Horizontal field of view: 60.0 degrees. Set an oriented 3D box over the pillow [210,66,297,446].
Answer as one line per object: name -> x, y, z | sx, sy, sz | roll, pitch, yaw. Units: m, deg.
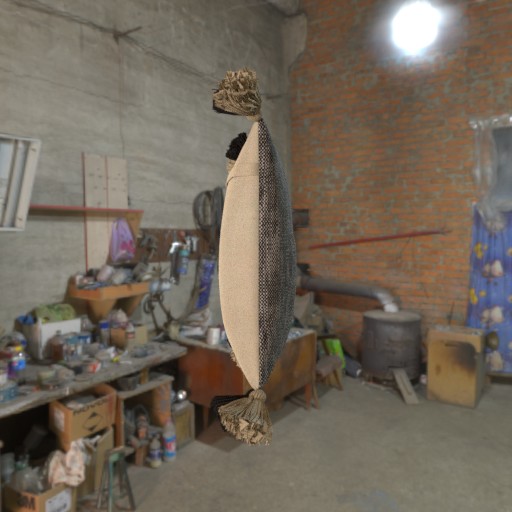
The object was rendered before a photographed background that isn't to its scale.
pillow -> 0.000, 0.000, 0.994 | 0.170, 0.659, 0.654 | 0, 2, -1
